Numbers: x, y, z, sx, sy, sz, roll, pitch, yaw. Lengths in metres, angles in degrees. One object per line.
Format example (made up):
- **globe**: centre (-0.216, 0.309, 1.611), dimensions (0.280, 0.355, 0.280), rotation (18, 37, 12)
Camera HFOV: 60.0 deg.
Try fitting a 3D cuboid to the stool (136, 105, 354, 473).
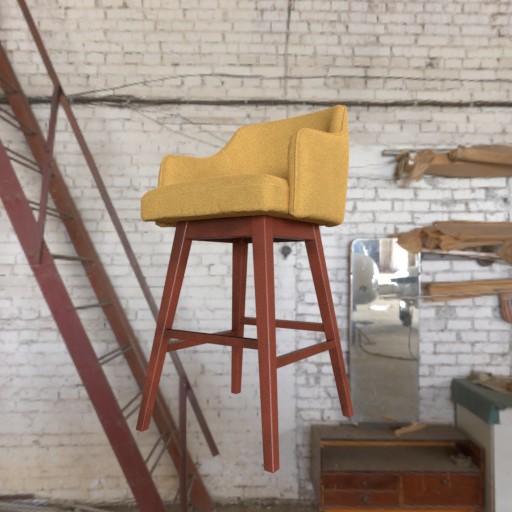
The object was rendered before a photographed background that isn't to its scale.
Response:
- **stool**: centre (0.000, 0.000, 1.383), dimensions (0.548, 1.012, 0.558), rotation (-1, -1, 35)
